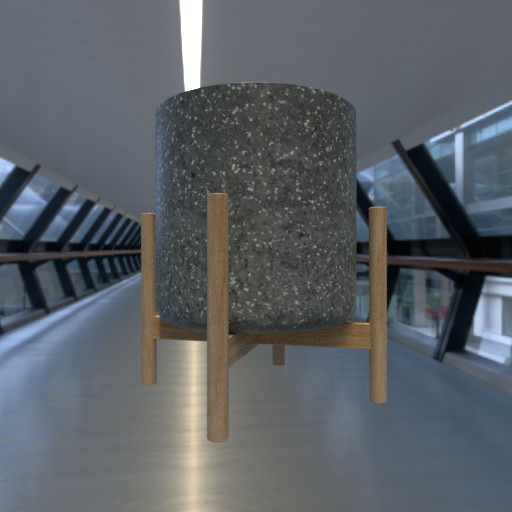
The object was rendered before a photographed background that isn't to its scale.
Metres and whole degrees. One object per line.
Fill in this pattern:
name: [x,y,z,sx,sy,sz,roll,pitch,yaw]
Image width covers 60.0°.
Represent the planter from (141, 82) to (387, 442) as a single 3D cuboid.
planter: [0.000,0.000,0.685,0.360,0.419,0.360,0,0,37]
